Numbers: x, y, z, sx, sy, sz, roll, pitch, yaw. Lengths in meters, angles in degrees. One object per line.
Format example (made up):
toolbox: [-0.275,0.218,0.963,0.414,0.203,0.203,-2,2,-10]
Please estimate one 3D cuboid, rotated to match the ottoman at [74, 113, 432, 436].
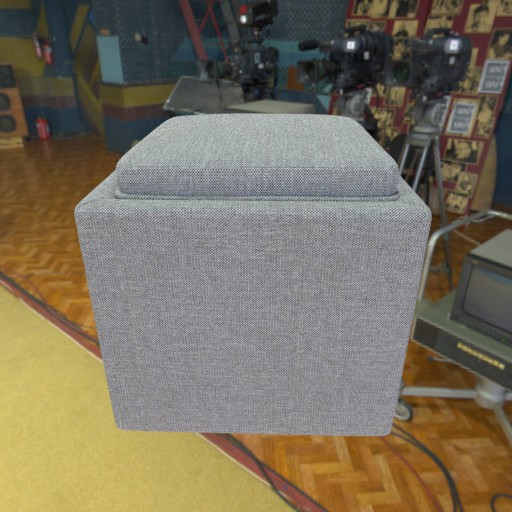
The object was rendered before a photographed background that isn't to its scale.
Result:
ottoman: [0.000,0.000,0.816,0.450,0.460,0.450,1,27,1]
